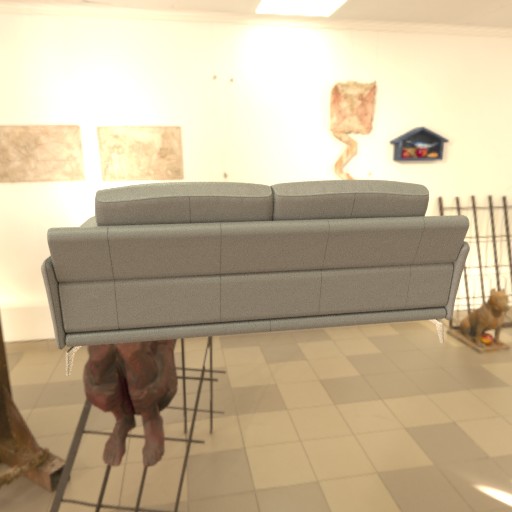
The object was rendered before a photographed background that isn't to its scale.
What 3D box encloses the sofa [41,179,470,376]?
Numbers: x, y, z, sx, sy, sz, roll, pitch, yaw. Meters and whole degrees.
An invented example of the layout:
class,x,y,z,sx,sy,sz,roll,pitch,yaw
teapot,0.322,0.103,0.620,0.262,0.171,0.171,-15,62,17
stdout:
class,x,y,z,sx,sy,sz,roll,pitch,yaw
sofa,0.000,0.000,2.606,2.101,0.930,1.049,-3,14,-10
